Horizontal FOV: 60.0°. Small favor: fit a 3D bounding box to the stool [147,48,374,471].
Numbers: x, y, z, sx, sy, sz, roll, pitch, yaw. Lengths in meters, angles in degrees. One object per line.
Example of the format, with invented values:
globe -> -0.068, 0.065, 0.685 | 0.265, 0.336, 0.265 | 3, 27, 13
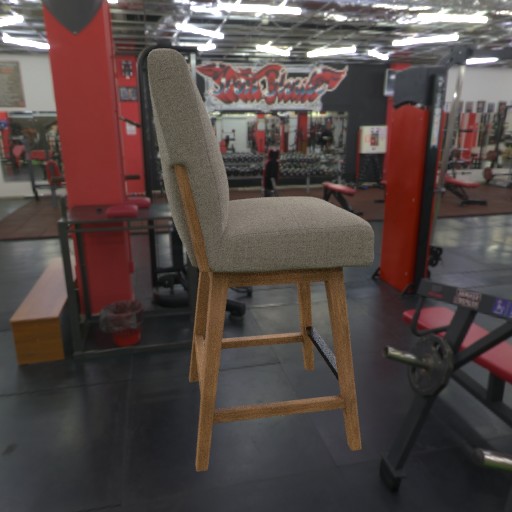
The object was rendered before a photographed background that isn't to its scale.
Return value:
stool -> 0.000, 0.000, 1.255 | 0.526, 1.010, 0.459 | -3, 16, -10
